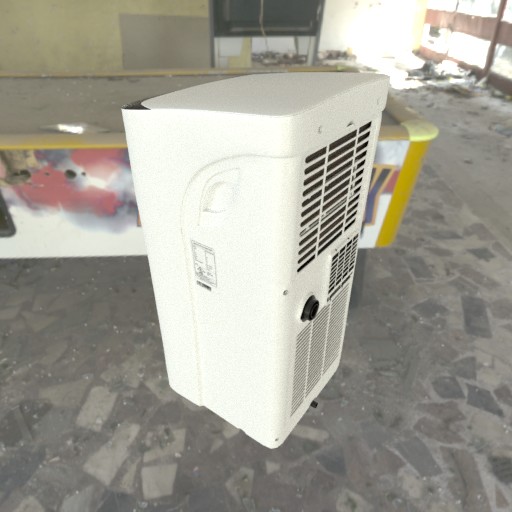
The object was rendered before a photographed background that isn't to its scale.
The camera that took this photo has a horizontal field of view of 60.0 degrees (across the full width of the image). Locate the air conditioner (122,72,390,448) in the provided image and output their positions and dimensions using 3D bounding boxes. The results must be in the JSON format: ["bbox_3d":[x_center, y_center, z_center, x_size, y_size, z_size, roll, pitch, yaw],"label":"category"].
[{"bbox_3d":[0.000,0.000,0.923,0.369,0.716,0.352,20,37,29],"label":"air conditioner"}]
